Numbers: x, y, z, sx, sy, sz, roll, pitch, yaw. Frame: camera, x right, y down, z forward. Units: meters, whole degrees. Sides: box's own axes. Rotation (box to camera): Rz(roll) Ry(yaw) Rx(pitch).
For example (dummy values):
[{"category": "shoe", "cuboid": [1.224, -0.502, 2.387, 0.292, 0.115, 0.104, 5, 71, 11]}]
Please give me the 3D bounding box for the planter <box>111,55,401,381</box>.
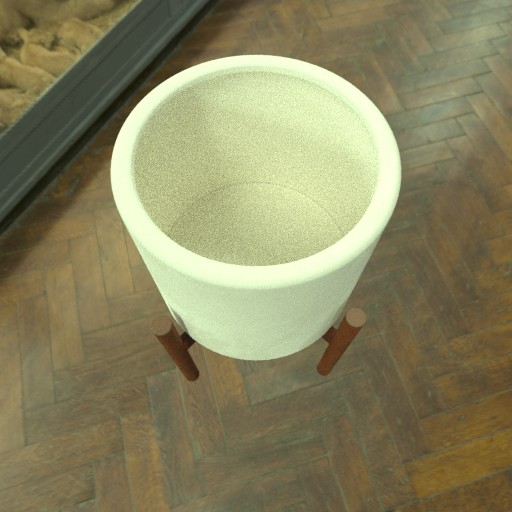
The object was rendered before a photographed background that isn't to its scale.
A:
[{"category": "planter", "cuboid": [0.000, 0.000, 0.501, 0.224, 0.358, 0.224, -2, 64, -1]}]
